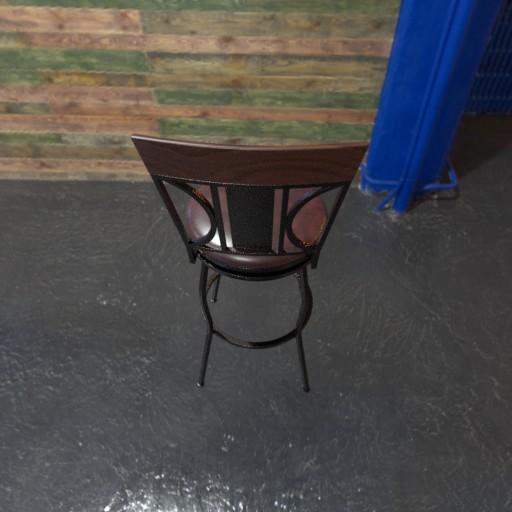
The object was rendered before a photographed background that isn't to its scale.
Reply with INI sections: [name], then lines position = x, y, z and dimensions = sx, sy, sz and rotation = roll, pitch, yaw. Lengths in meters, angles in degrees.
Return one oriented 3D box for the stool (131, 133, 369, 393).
[stool]
position = 0.000, 0.000, 1.399
dimensions = 0.448, 1.130, 0.513
rotation = 2, 47, 2
